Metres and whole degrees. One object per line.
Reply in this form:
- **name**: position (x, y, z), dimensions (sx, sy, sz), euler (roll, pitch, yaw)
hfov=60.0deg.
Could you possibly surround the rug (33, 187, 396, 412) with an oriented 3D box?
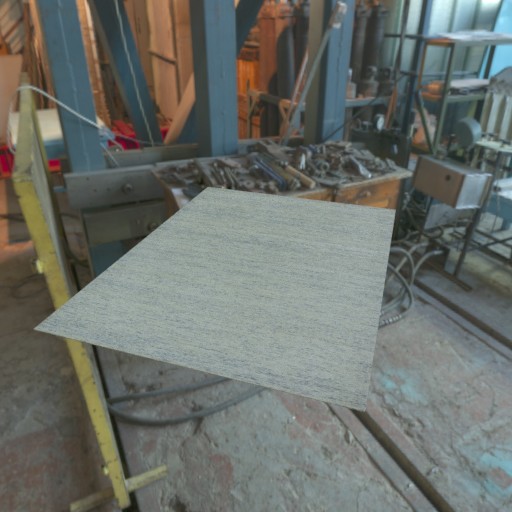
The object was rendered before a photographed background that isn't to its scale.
- **rug**: position (0.000, 0.000, 4.298), dimensions (2.438, 0.006, 3.197), euler (9, 30, 16)
